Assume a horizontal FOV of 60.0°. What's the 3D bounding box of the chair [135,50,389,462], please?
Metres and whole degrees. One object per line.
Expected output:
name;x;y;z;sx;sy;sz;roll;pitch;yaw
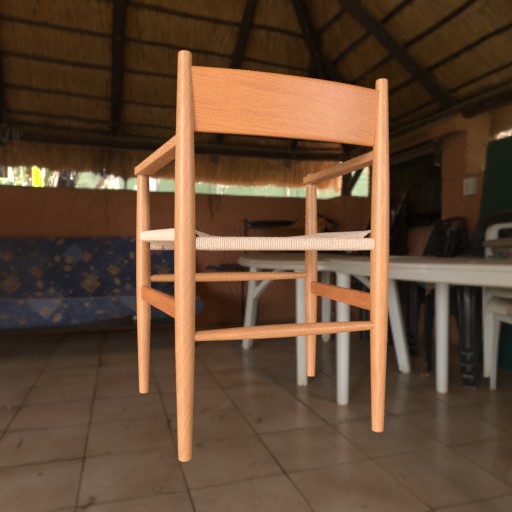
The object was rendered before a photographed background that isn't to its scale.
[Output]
chair;0.000;0.000;1.102;0.556;0.762;0.495;0;1;-18
